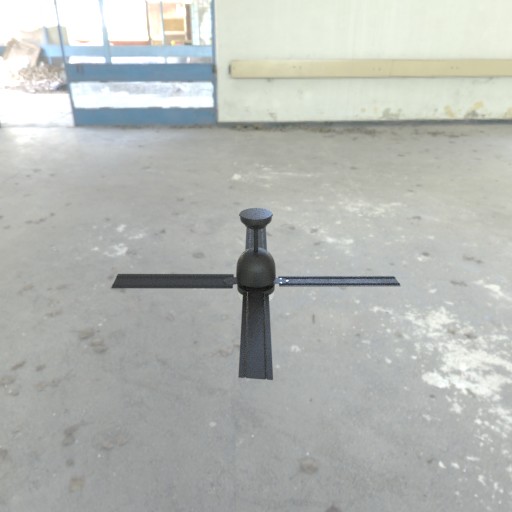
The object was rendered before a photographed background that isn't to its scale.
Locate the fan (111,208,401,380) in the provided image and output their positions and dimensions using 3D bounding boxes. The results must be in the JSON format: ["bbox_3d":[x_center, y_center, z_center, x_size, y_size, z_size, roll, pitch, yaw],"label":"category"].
[{"bbox_3d":[0.000,0.000,2.007,1.319,0.410,1.319,-1,26,-1],"label":"fan"}]
